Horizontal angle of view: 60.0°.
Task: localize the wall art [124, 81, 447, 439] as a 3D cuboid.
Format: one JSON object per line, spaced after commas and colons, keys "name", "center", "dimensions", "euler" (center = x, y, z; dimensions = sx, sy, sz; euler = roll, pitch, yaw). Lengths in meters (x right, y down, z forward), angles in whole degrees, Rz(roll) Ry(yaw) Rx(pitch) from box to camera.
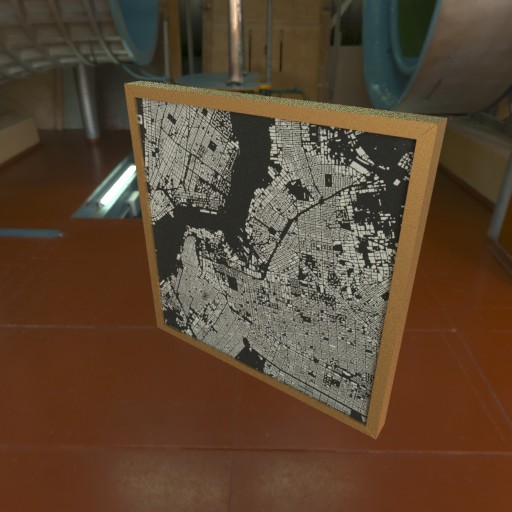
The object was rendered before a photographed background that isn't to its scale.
{"name": "wall art", "center": [0.000, 0.000, 1.881], "dimensions": [1.284, 1.284, 0.095], "euler": [19, 34, 30]}
